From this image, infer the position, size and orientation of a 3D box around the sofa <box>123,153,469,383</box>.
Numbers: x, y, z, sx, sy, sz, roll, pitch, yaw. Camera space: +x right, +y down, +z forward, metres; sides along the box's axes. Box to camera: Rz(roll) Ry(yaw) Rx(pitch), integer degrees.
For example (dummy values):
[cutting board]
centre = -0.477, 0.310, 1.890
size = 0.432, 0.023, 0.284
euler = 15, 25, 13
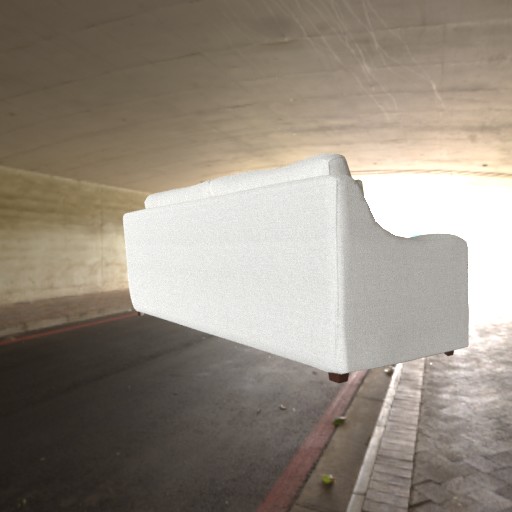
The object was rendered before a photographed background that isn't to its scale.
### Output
[sofa]
centre = 0.000, 0.000, 3.002
size = 1.009, 1.022, 2.470
euler = -1, 1, -35
